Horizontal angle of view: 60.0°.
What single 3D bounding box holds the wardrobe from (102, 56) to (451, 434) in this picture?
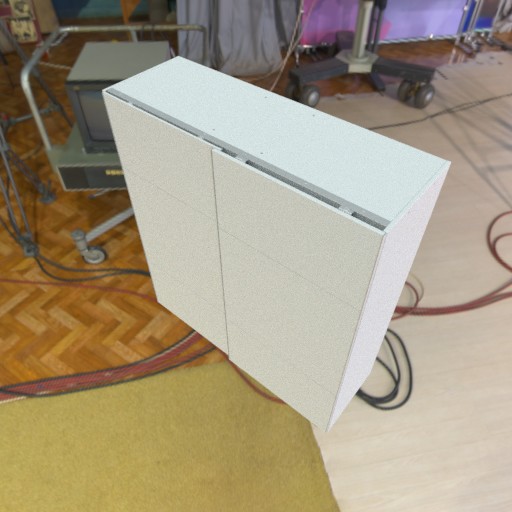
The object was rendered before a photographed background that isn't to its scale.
[{"bbox_3d":[0.000,0.000,2.942,1.780,1.960,0.629,31,54,26],"label":"wardrobe"}]
